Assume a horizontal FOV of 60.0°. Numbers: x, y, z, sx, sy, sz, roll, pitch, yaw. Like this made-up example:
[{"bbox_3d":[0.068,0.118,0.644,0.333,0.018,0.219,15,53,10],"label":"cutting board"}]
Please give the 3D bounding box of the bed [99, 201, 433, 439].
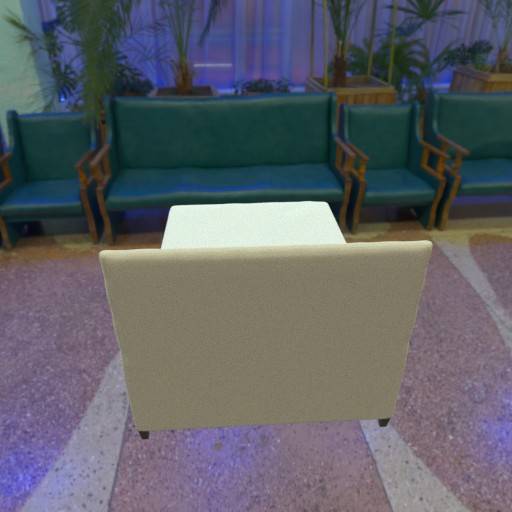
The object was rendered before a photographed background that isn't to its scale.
[{"bbox_3d":[0.000,0.000,3.499,1.696,1.426,2.233,-2,32,-3],"label":"bed"}]
